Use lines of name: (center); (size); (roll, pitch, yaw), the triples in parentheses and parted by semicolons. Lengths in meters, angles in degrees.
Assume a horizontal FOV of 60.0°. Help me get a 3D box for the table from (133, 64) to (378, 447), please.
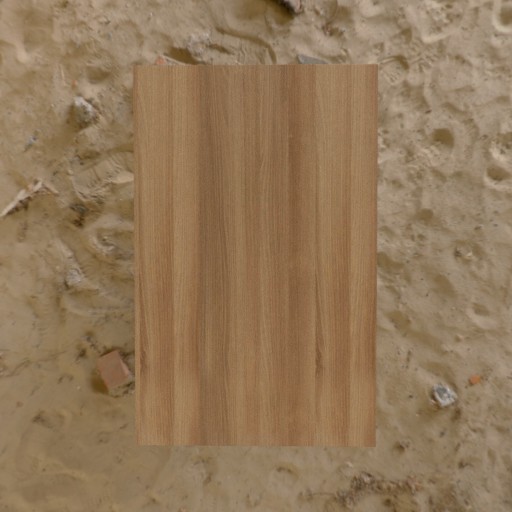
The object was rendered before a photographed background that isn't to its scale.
table: (0.000, 0.000, 1.443); (0.700, 0.330, 1.100); (0, 91, 1)
